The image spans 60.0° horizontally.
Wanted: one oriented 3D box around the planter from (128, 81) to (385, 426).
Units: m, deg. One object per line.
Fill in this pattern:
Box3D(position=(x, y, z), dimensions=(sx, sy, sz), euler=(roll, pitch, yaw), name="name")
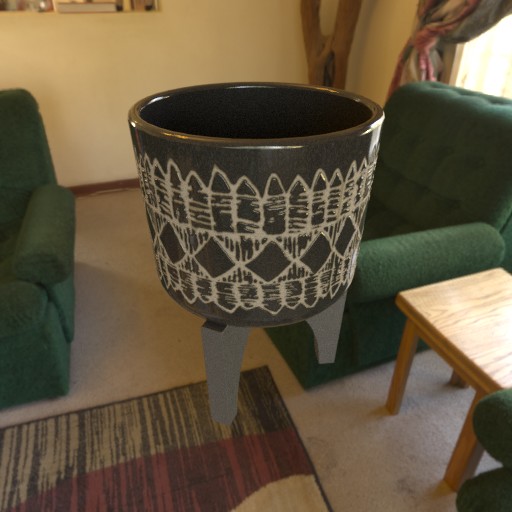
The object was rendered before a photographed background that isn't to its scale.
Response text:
Box3D(position=(0.000, 0.000, 0.534), dimensions=(0.251, 0.355, 0.251), euler=(-21, 37, -31), name="planter")
